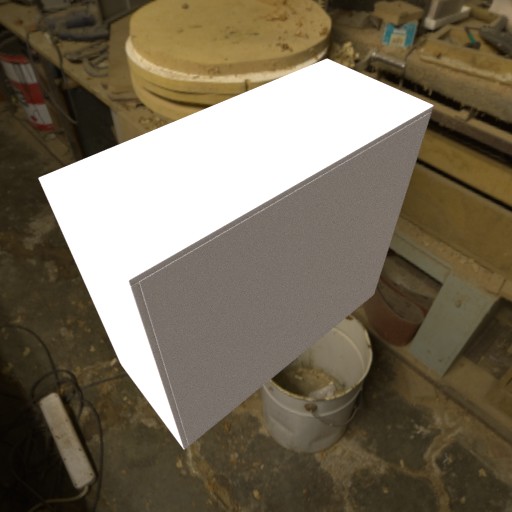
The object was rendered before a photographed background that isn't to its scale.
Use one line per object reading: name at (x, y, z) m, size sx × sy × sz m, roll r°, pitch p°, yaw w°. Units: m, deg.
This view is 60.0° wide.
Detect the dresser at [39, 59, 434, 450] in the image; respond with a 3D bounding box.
dresser at (0.000, 0.000, 1.645) m, size 1.100 × 1.000 × 0.460 m, roll -33°, pitch 55°, yaw -27°
